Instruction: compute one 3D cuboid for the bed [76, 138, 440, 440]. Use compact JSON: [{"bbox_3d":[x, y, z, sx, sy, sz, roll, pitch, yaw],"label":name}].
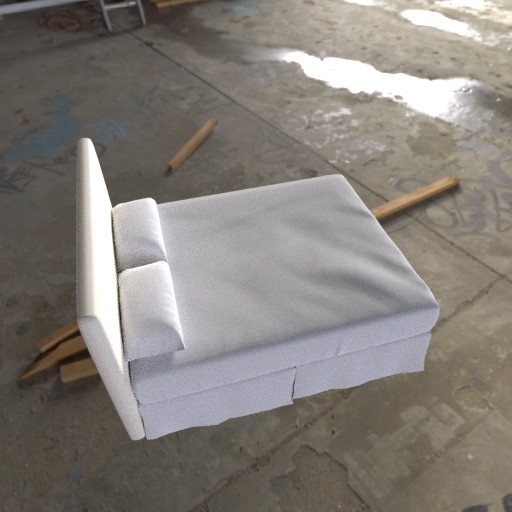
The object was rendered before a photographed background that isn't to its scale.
[{"bbox_3d":[0.000,0.000,3.160,2.142,1.330,1.713,-11,46,-11],"label":"bed"}]
